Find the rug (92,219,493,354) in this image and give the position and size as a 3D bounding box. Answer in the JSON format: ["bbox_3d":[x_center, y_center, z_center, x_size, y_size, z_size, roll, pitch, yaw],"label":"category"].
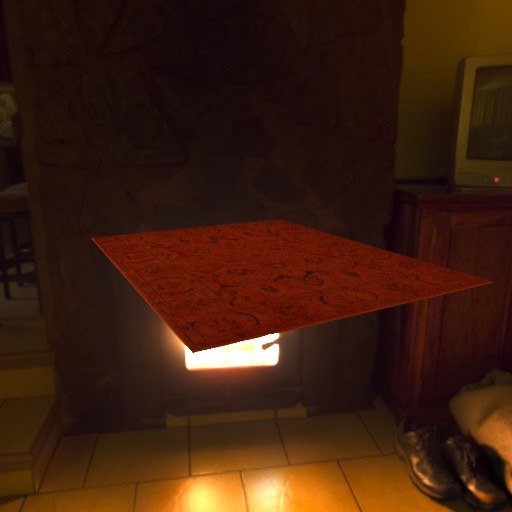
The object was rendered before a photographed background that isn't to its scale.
[{"bbox_3d":[0.000,0.000,3.904,2.300,0.012,2.929,-8,17,-28],"label":"rug"}]
